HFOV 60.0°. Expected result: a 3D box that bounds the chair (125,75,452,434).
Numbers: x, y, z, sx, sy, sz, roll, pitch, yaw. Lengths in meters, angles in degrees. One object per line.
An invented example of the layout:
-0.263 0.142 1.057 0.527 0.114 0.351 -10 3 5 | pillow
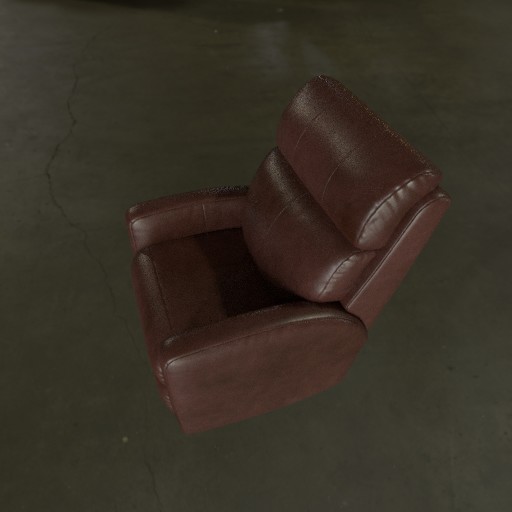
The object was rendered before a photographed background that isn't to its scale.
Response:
0.000 0.000 1.658 0.939 1.016 0.787 -15 47 -14 | chair
